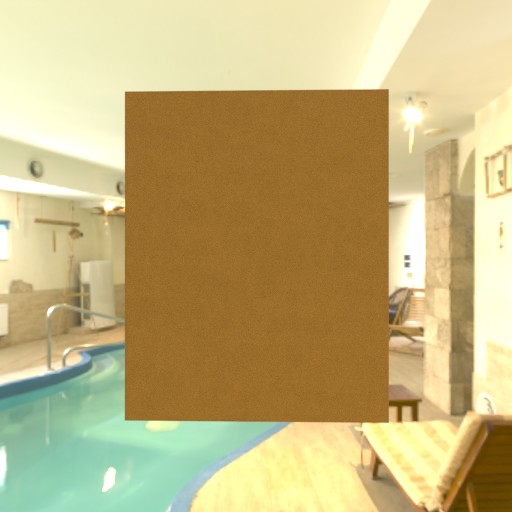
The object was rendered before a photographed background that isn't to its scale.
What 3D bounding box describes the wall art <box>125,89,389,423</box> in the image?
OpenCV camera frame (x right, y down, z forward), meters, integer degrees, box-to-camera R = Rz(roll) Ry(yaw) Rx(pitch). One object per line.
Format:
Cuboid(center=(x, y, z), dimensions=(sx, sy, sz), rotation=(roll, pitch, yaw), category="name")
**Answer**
Cuboid(center=(0.000, 0.000, 1.354), dimensions=(0.798, 1.002, 0.030), rotation=(0, 0, 1), category="wall art")
